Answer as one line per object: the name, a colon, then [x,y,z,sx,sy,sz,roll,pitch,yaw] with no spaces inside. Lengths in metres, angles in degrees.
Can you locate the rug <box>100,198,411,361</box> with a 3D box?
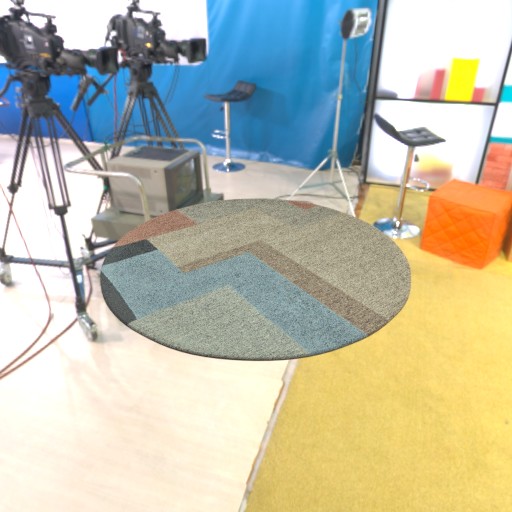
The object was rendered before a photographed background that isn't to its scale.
rug: [0.000,0.000,3.649,2.461,0.033,2.461,0,30,0]
